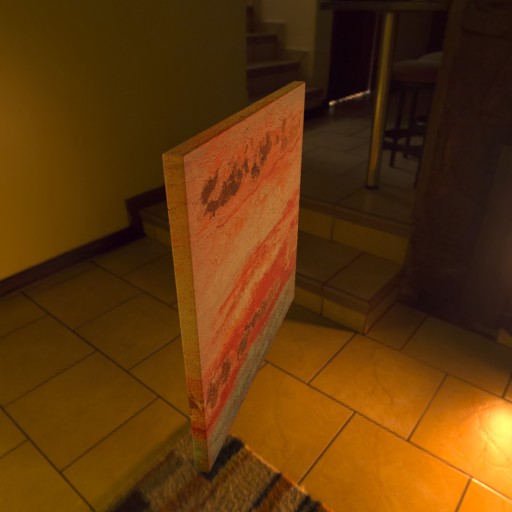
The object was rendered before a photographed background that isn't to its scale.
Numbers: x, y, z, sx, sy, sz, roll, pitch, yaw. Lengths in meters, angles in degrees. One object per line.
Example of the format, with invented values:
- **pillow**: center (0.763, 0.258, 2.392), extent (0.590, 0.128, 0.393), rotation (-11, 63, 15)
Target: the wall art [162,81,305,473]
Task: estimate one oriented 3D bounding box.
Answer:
- **wall art**: center (0.000, 0.000, 1.145), extent (0.035, 0.747, 0.747), rotation (10, 31, 17)
